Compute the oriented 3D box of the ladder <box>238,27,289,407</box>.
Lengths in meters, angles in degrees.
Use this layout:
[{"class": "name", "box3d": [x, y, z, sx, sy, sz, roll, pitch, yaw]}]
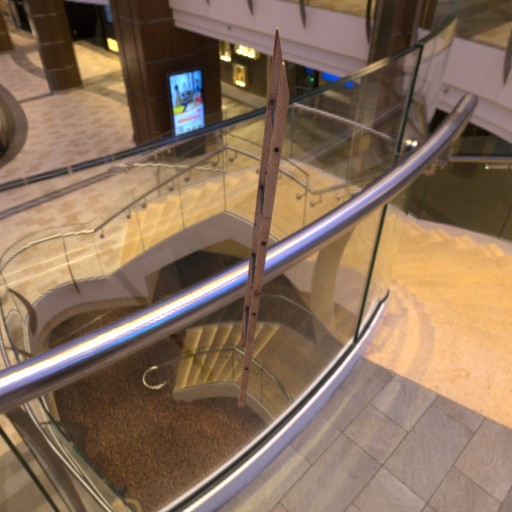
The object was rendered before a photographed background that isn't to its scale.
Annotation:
[{"class": "ladder", "box3d": [0.000, 0.000, 2.026, 0.200, 1.805, 0.442, 0, 40, 0]}]
